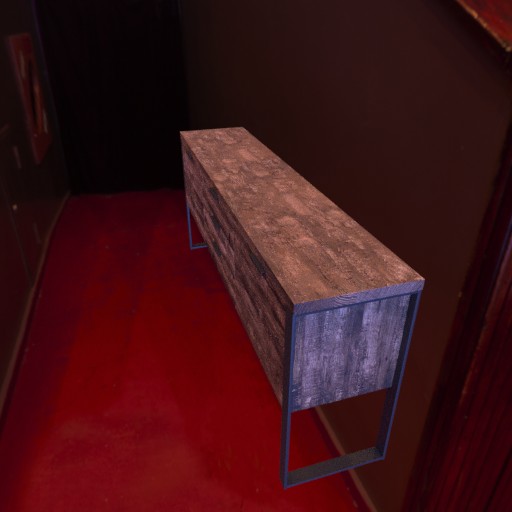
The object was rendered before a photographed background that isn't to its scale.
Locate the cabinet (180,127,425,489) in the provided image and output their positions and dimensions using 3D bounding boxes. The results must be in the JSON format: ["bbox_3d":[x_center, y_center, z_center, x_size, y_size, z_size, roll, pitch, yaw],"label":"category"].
[{"bbox_3d":[0.000,0.000,2.085,0.395,0.762,1.800,-9,31,-15],"label":"cabinet"}]
